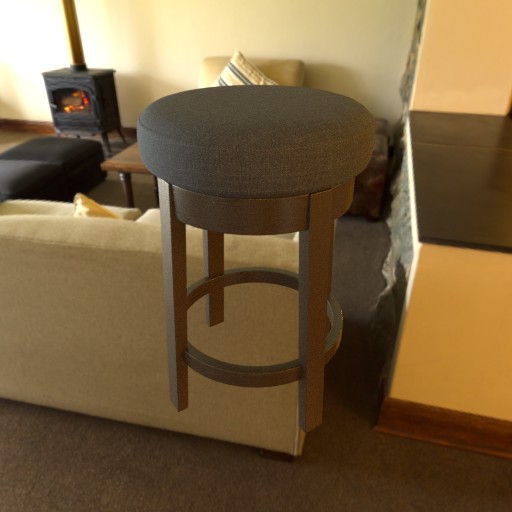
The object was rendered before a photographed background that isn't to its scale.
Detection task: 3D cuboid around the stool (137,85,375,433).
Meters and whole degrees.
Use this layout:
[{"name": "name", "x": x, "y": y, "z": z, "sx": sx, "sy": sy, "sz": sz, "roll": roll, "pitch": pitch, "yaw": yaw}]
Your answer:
[{"name": "stool", "x": 0.000, "y": 0.000, "z": 0.956, "sx": 0.449, "sy": 0.655, "sz": 0.449, "roll": 0, "pitch": 30, "yaw": 0}]
